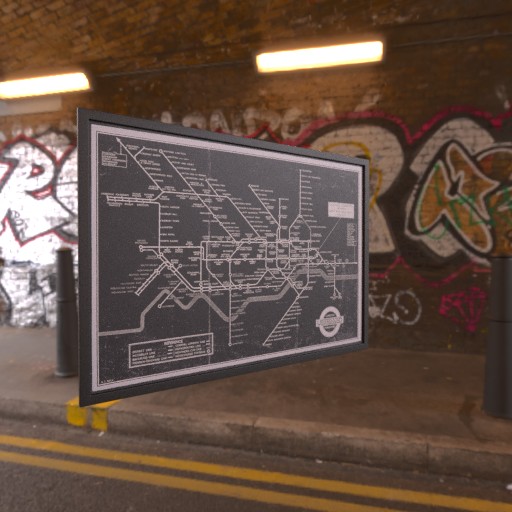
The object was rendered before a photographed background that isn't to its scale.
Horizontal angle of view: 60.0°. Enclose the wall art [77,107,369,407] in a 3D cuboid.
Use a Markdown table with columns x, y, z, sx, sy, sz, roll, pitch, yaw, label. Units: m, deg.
| x | y | z | sx | sy | sz | roll | pitch | yaw | label |
| --- | --- | --- | --- | --- | --- | --- | --- | --- | --- |
| 0.000 | 0.000 | 1.551 | 1.192 | 0.811 | 0.013 | -1 | 1 | -36 | wall art |
